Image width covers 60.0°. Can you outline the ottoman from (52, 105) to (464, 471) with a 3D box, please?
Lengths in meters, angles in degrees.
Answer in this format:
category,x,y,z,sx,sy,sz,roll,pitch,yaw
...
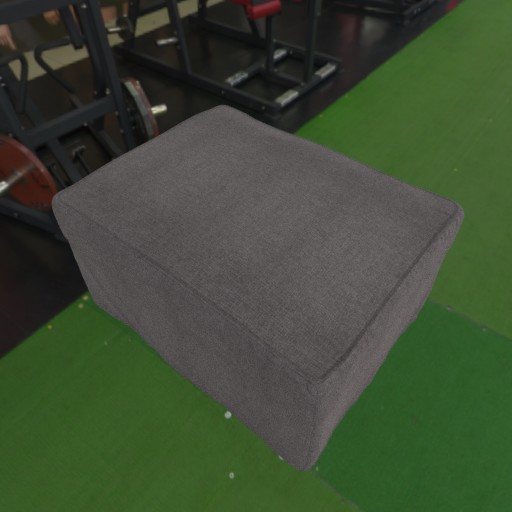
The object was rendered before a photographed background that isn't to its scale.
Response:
category,x,y,z,sx,sy,sz,roll,pitch,yaw
ottoman,0.000,0.000,1.234,0.833,0.492,0.652,31,54,26
